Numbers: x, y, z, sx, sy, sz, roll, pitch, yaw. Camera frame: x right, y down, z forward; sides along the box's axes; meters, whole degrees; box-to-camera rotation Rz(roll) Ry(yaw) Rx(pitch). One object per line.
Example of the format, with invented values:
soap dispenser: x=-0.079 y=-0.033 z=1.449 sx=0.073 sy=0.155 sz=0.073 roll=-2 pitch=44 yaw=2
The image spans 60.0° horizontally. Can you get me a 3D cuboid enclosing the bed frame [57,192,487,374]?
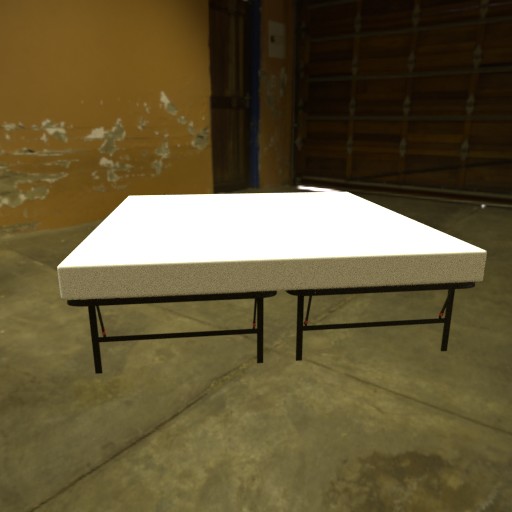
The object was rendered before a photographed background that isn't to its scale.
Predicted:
bed frame: x=0.000 y=0.000 z=3.006 sx=1.930 sy=0.559 sz=2.032 roll=-2 pitch=16 yaw=-7
